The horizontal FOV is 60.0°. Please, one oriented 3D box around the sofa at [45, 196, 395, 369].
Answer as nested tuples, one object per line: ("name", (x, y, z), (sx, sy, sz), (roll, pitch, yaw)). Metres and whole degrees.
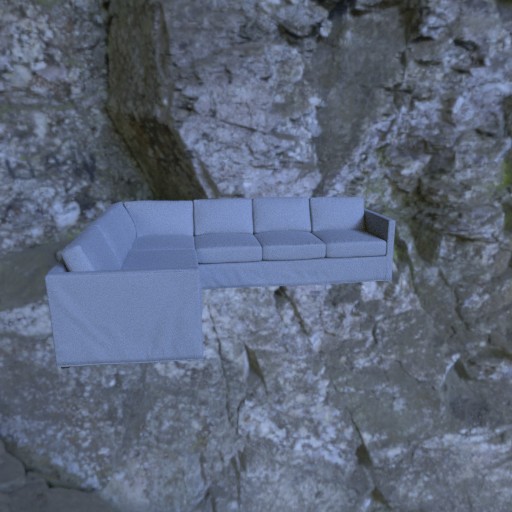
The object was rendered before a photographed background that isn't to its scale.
("sofa", (0.000, 0.000, 4.325), (3.182, 0.871, 2.432), (-2, 15, -9))
